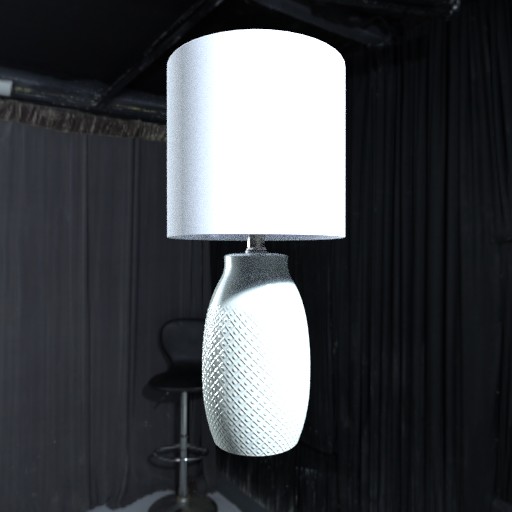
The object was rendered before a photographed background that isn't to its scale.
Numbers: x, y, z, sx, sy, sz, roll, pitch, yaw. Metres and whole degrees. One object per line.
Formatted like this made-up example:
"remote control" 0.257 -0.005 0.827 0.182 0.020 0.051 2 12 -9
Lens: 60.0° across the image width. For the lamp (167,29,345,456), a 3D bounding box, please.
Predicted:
"lamp" 0.000 0.000 0.550 0.217 0.453 0.217 0 0 -35
